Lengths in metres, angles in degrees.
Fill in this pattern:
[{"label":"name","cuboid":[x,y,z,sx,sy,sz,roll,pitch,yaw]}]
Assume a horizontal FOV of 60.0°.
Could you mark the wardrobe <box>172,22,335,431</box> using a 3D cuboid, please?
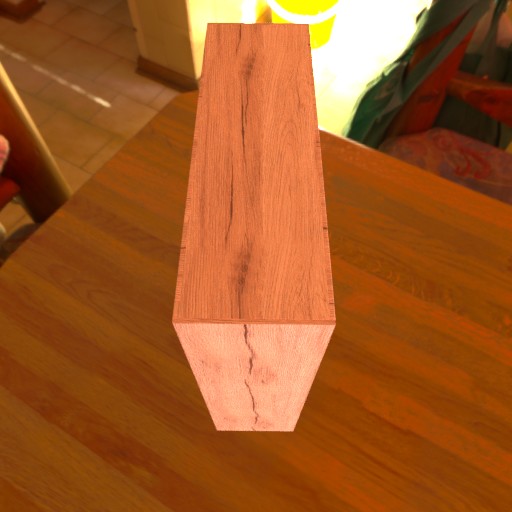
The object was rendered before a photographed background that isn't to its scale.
[{"label":"wardrobe","cuboid":[0.000,0.000,2.904,0.580,2.070,1.810,1,59,0]}]
